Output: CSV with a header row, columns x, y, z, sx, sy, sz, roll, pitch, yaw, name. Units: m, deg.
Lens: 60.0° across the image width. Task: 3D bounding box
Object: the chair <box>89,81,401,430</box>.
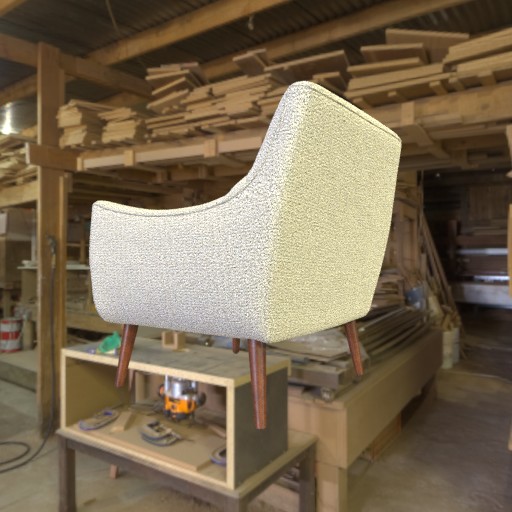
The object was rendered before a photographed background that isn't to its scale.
x,y,z,sx,sy,sz,roll,pitch,yaw,name
0.000,0.000,1.454,0.787,0.838,0.762,0,1,37,chair
